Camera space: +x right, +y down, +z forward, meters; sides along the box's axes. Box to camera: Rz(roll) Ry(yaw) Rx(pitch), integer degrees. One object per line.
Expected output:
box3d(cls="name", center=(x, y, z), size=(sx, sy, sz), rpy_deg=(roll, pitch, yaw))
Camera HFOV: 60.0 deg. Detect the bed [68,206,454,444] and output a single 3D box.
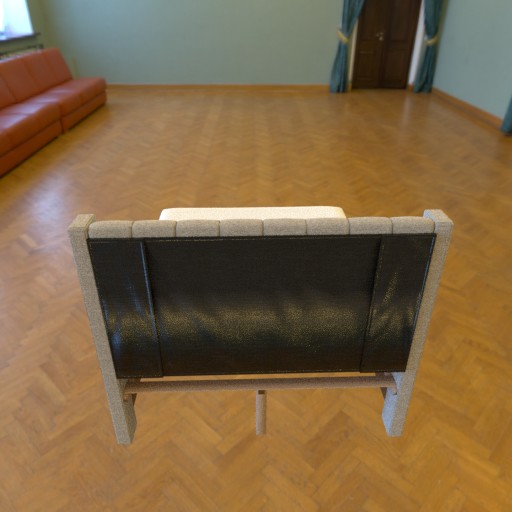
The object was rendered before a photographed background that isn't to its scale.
box3d(cls="bed", center=(0.000, 0.000, 3.769), size=(2.044, 1.748, 2.372), rpy_deg=(-1, 30, -2))
